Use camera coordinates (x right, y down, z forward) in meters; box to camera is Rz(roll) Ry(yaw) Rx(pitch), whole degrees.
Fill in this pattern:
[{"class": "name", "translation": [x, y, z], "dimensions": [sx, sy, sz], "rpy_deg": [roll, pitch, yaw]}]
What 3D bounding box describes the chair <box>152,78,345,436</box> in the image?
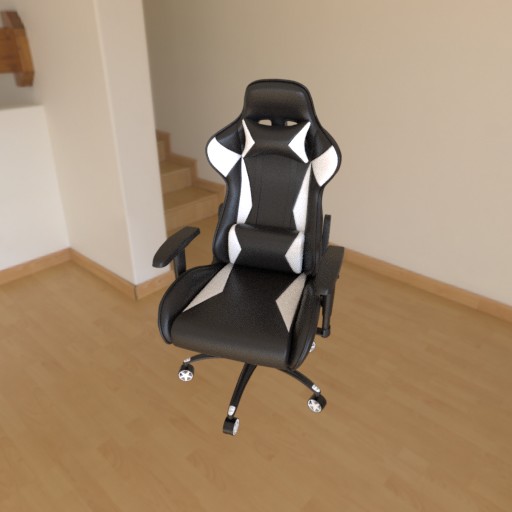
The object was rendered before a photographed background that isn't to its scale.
[{"class": "chair", "translation": [0.000, 0.000, 1.786], "dimensions": [0.730, 1.285, 0.695], "rpy_deg": [8, 28, 16]}]
